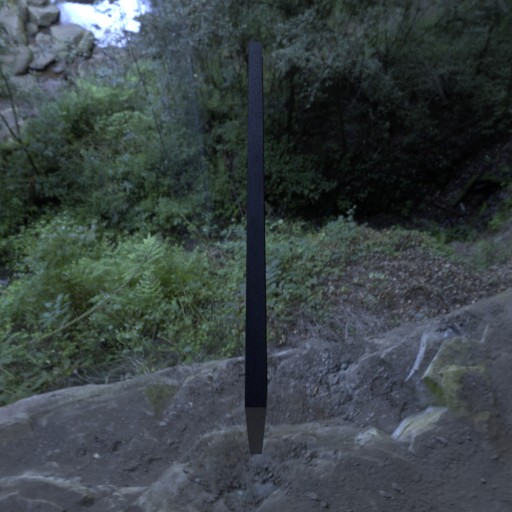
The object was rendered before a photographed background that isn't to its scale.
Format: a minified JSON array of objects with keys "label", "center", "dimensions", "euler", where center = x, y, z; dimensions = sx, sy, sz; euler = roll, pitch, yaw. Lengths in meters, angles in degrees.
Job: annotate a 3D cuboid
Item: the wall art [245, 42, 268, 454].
[{"label":"wall art","center":[0.000,0.000,0.859],"dimensions":[0.027,0.458,0.657],"euler":[0,60,0]}]
